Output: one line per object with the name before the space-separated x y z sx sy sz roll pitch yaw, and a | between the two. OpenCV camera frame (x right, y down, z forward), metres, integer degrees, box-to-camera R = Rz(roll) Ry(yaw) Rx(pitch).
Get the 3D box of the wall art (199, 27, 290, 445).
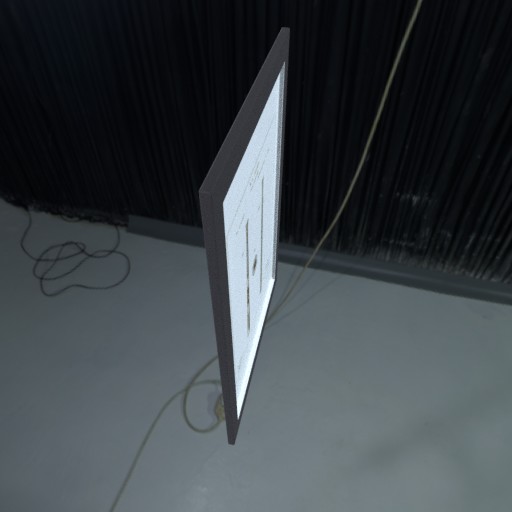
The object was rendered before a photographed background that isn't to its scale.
wall art | 0.000 0.000 0.674 0.012 0.529 0.374 9 47 9
